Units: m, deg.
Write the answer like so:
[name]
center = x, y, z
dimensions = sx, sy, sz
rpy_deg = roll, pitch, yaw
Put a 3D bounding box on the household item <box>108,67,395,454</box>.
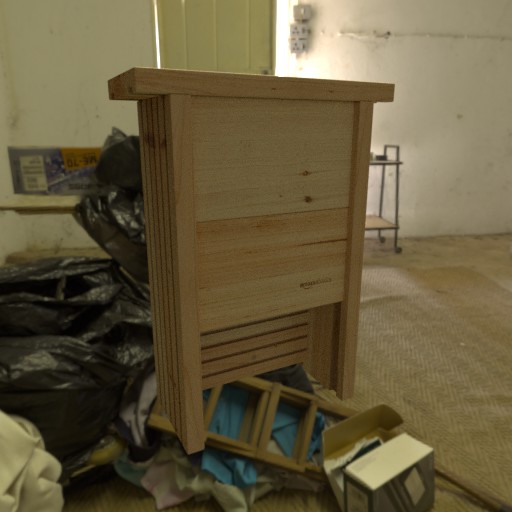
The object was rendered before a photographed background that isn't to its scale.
[household item]
center = 0.000, 0.000, 0.553
dimensions = 0.301, 0.407, 0.123
rpy_deg = -8, 18, -27
